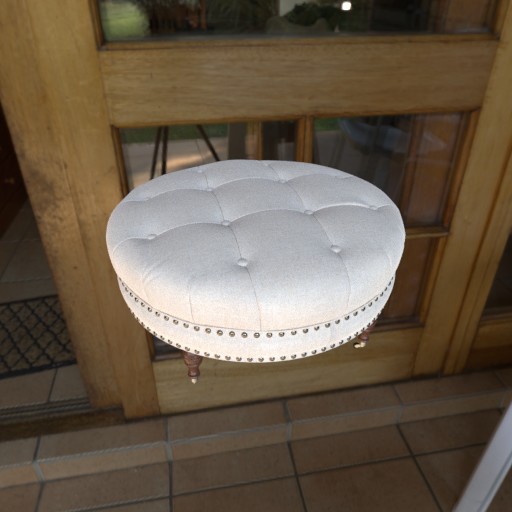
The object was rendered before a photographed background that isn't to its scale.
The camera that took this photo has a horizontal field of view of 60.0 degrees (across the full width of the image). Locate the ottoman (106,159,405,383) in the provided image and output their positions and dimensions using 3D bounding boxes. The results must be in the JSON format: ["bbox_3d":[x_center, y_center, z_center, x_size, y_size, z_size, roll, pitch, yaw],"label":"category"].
[{"bbox_3d":[0.000,0.000,1.522,0.940,0.483,0.940,0,32,0],"label":"ottoman"}]
